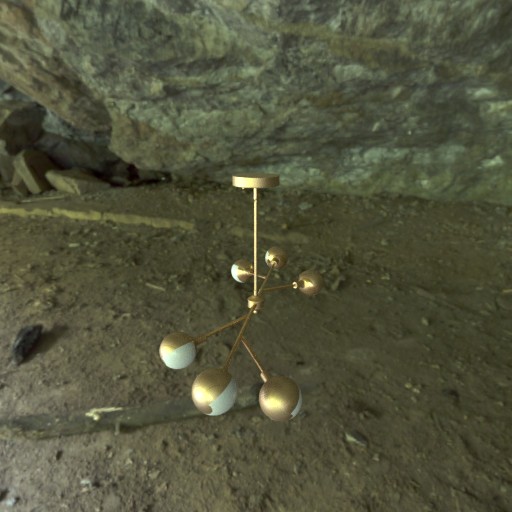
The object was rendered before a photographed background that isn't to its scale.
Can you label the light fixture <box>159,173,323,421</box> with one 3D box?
[{"bbox_3d":[0.000,0.000,1.005,0.434,0.362,0.778,8,18,25],"label":"light fixture"}]
